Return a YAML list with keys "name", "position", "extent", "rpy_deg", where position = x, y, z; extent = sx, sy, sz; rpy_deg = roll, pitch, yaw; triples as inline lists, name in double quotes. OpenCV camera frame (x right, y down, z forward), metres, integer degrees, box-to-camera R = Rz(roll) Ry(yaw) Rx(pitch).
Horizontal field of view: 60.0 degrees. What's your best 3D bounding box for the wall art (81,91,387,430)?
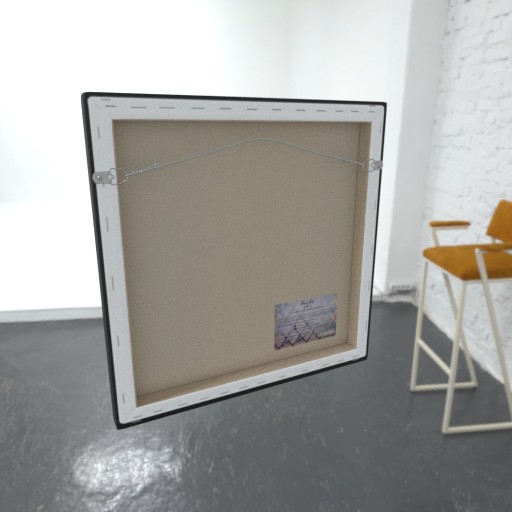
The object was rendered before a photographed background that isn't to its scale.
- name: "wall art"
  position: [0.000, 0.000, 0.907]
  extent: [0.610, 0.611, 0.043]
  rpy_deg: [-8, 18, -26]
